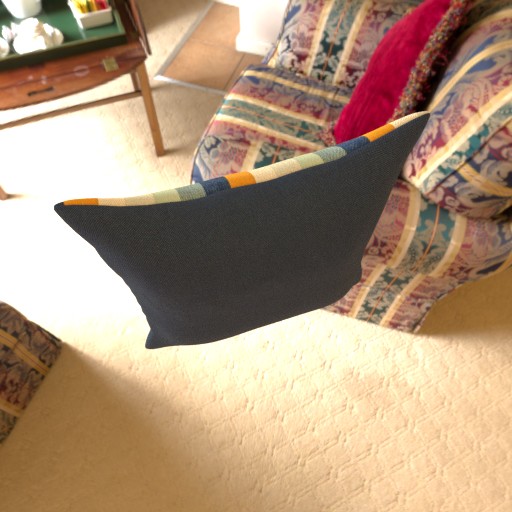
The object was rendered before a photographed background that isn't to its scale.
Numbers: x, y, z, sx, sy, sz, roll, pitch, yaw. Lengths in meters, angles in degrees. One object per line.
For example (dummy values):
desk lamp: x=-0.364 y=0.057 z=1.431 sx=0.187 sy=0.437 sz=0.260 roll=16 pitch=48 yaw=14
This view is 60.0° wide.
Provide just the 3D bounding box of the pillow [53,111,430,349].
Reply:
pillow: x=0.000 y=0.000 z=0.710 sx=0.463 sy=0.454 sz=0.173 roll=-16 pitch=60 yaw=-10
